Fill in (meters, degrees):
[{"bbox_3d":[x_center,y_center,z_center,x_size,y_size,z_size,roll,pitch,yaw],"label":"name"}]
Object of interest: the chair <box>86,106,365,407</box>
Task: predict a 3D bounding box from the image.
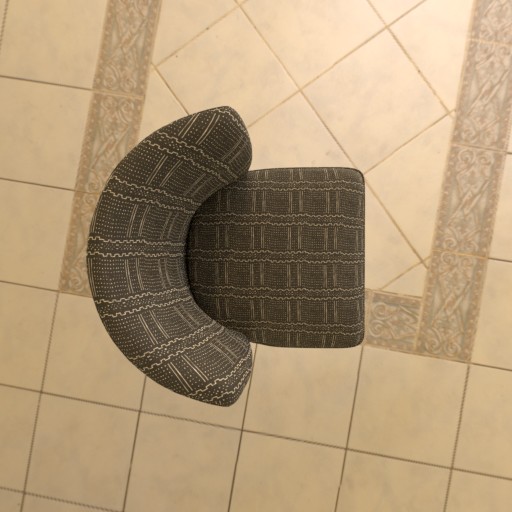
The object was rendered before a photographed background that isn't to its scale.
[{"bbox_3d":[0.000,0.000,1.430,0.758,0.866,0.710,0,90,2],"label":"chair"}]
